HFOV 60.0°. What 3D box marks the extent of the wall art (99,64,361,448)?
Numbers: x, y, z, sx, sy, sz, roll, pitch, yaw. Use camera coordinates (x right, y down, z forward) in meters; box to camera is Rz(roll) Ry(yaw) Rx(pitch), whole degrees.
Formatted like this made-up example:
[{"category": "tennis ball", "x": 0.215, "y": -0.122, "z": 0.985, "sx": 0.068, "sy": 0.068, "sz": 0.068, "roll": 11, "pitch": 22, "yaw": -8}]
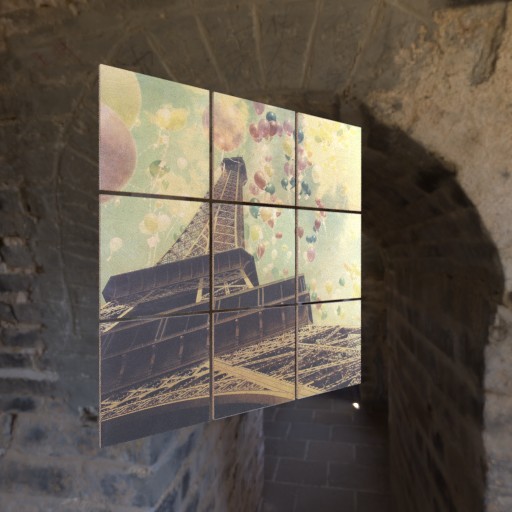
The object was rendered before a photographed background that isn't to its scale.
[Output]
[{"category": "wall art", "x": 0.000, "y": 0.000, "z": 1.762, "sx": 1.219, "sy": 1.218, "sz": 0.013, "roll": 0, "pitch": 0, "yaw": -36}]
